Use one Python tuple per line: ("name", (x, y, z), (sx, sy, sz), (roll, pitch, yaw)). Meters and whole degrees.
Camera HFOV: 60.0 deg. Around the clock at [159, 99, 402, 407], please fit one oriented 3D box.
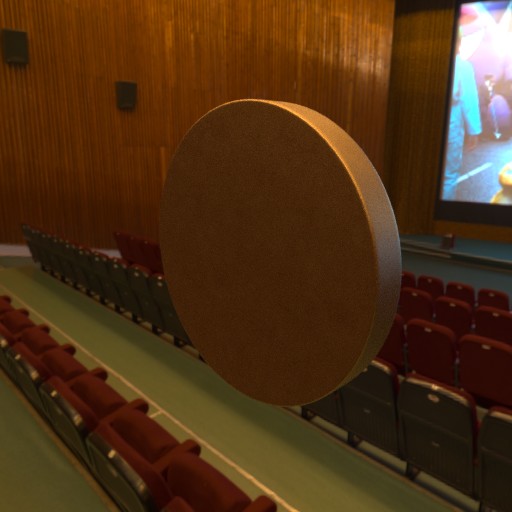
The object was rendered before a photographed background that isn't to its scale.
("clock", (0.000, 0.000, 0.472), (0.040, 0.314, 0.314), (-13, 19, -43))
